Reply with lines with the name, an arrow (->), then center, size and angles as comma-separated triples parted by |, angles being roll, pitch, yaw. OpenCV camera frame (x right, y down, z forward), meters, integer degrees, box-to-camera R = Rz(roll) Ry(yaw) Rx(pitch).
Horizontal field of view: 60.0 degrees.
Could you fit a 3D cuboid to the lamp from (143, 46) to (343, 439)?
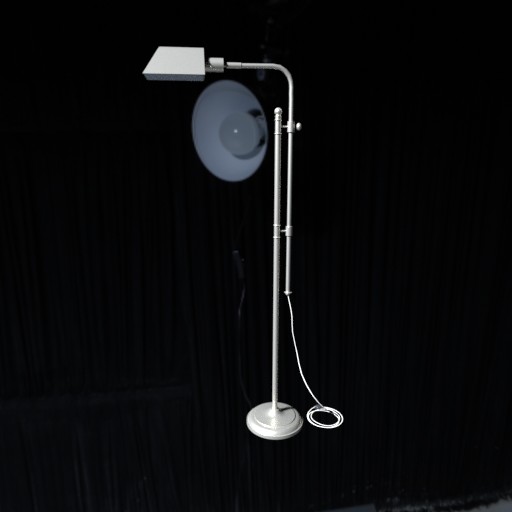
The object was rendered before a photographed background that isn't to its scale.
lamp -> 0.000, 0.000, 1.828 | 0.813, 1.571, 0.256 | -2, 14, -8
